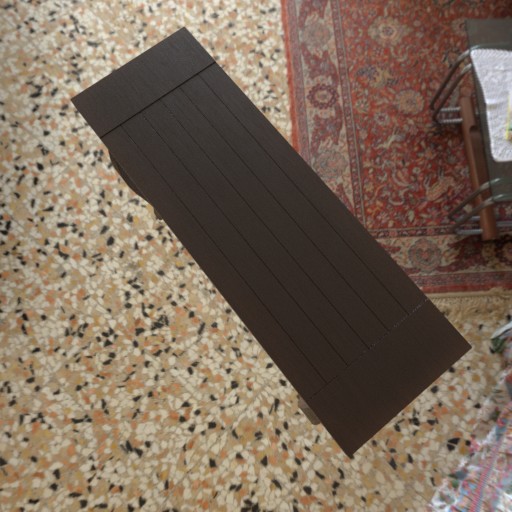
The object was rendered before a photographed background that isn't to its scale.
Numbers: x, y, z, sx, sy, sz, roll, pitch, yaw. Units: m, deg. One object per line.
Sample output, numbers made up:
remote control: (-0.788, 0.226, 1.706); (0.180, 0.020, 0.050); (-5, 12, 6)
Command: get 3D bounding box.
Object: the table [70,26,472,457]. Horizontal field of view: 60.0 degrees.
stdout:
table: (0.000, 0.000, 1.409); (0.373, 0.768, 1.062); (-37, 78, -9)
